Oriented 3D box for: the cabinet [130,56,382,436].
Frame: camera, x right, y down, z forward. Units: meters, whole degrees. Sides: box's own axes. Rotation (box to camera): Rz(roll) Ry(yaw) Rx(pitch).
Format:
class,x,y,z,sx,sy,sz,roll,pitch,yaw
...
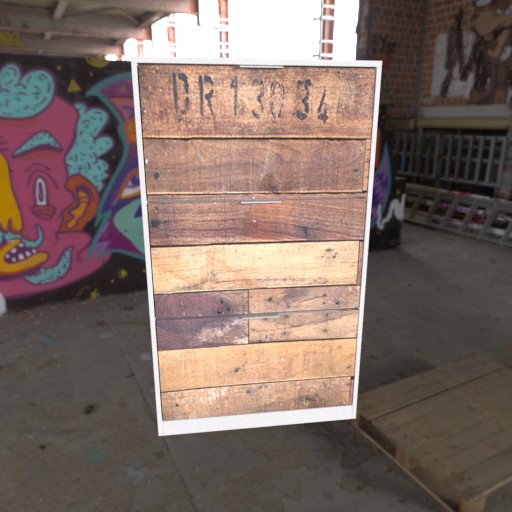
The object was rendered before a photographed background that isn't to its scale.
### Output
class,x,y,z,sx,sy,sz,roll,pitch,yaw
cabinet,0.000,0.000,1.594,0.750,1.280,0.250,-2,17,-7
